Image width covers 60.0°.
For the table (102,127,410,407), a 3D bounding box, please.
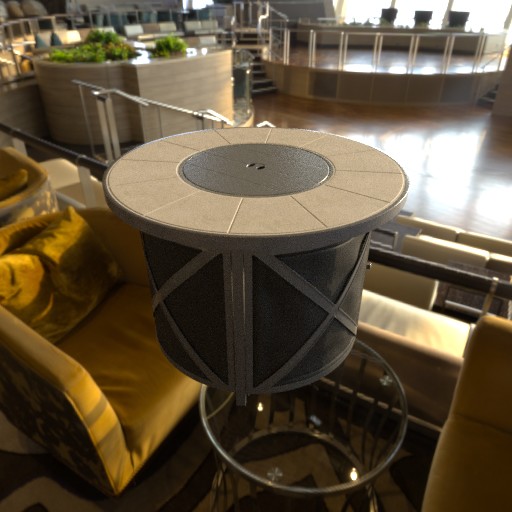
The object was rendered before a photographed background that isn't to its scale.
[{"bbox_3d":[0.000,0.000,1.542,0.914,0.650,0.914,0,31,0],"label":"table"}]
